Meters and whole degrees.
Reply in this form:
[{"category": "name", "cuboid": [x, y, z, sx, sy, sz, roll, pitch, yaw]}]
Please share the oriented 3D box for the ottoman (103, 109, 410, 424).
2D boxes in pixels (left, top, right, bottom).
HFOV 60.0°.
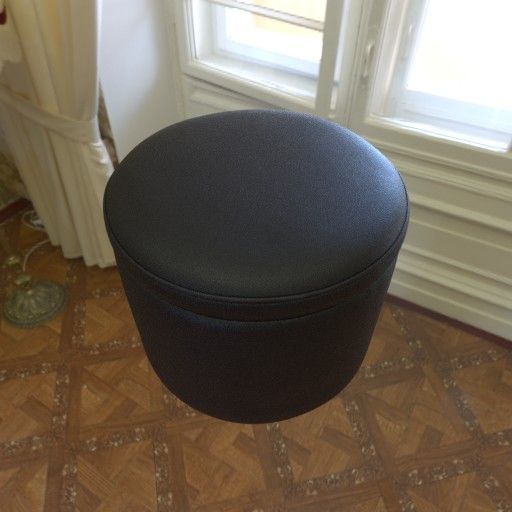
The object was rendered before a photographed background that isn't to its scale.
[{"category": "ottoman", "cuboid": [0.000, 0.000, 0.856, 0.501, 0.409, 0.501, 0, 46, 0]}]
